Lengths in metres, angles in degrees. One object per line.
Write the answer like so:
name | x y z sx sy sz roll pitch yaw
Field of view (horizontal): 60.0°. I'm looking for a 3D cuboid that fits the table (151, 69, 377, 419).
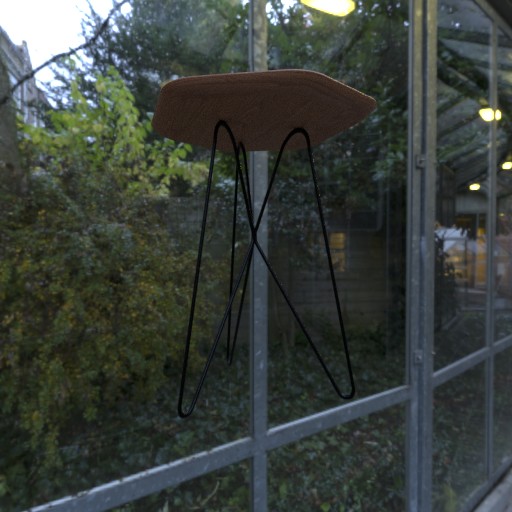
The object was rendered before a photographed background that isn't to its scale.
table | 0.000 0.000 0.901 0.400 0.562 0.500 0 1 -18
